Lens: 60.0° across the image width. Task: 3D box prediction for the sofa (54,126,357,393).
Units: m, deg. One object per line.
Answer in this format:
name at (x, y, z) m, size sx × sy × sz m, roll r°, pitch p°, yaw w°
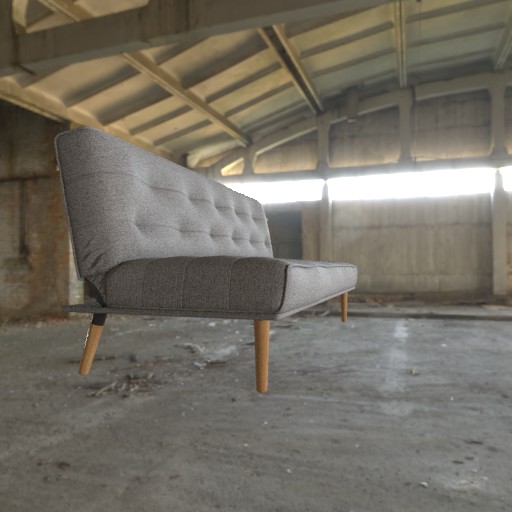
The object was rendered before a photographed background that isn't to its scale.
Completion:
sofa at (0.000, 0.000, 2.195) m, size 0.810 × 0.830 × 1.820 m, roll 0°, pitch -1°, yaw 19°
